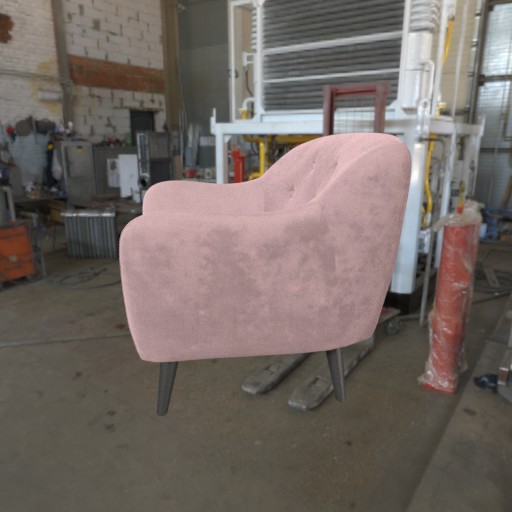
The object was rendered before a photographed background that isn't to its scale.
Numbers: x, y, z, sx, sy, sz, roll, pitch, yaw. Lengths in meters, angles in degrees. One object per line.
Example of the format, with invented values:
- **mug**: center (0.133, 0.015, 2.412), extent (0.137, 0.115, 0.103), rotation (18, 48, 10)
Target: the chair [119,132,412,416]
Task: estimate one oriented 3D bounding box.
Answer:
- **chair**: center (0.000, 0.000, 1.526), extent (0.820, 0.820, 0.840), rotation (-2, 15, -9)
